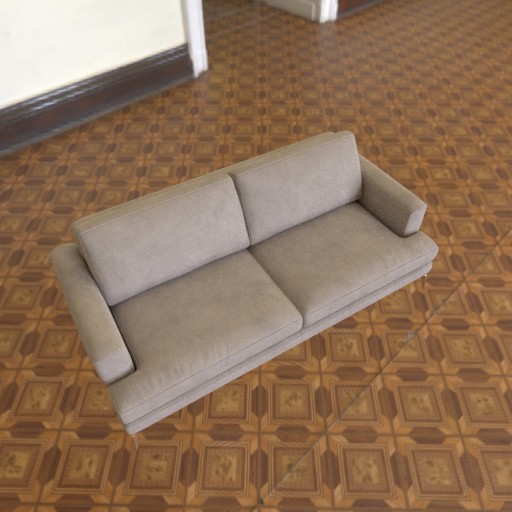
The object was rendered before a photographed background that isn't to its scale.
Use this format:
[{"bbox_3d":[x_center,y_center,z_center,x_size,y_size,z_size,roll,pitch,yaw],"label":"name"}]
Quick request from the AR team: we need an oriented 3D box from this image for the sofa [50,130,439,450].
[{"bbox_3d":[0.000,0.000,2.527,2.013,0.830,0.980,-24,51,-21],"label":"sofa"}]
